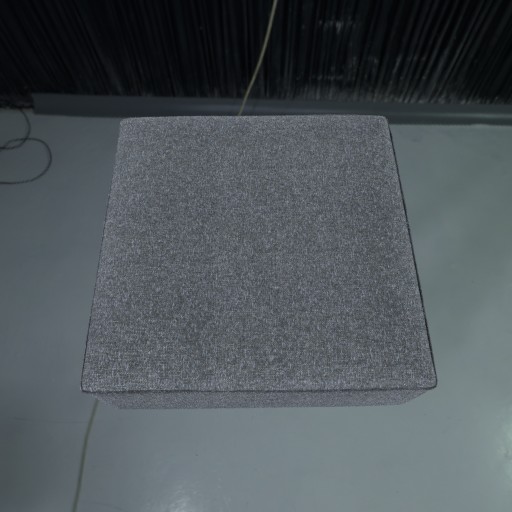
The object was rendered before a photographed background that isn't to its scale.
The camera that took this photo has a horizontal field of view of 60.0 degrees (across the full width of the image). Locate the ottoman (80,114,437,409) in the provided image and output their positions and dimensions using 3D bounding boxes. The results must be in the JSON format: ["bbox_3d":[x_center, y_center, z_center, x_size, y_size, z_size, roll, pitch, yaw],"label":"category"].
[{"bbox_3d":[0.000,0.000,1.592,1.021,0.423,1.017,0,64,0],"label":"ottoman"}]
